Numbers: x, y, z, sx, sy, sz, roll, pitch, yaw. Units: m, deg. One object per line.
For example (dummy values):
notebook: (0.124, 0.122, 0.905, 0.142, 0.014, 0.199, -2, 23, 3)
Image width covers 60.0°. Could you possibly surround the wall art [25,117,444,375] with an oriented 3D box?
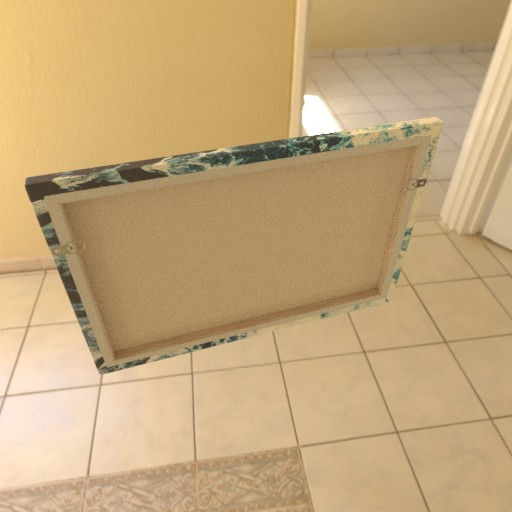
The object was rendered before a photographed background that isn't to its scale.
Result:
wall art: (0.000, 0.000, 1.896, 1.524, 1.017, 0.055, -12, 42, -13)
